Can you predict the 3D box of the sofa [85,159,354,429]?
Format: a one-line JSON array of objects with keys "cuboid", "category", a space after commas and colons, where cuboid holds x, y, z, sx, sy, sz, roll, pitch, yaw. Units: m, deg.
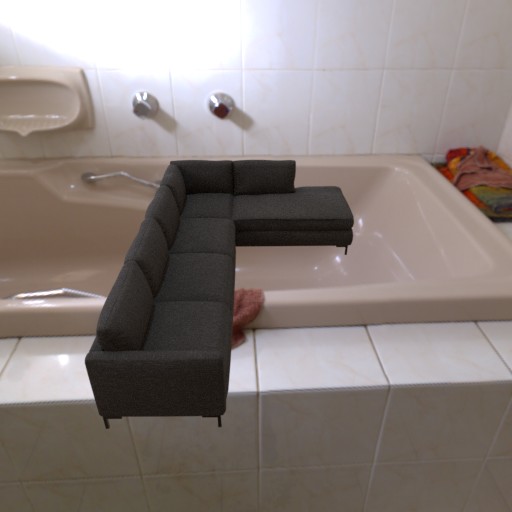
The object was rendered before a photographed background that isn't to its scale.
[{"cuboid": [0.000, 0.000, 3.863, 2.007, 0.815, 2.949, 0, 32, 0], "category": "sofa"}]
